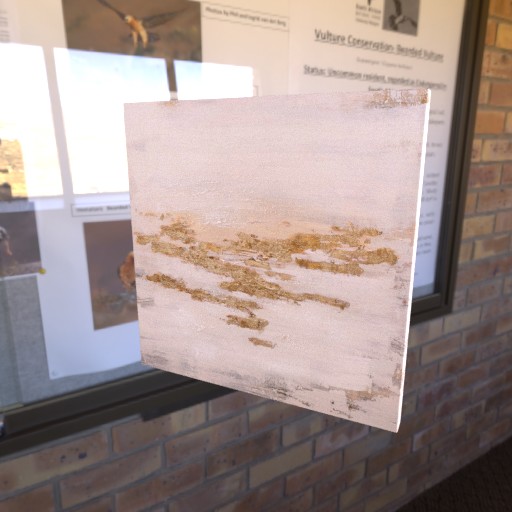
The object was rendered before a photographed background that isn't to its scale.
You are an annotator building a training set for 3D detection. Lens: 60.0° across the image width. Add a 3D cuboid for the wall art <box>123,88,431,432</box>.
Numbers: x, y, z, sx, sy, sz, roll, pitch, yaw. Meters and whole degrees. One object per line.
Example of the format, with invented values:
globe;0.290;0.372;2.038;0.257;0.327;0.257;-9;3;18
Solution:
wall art;0.000;0.000;0.906;0.611;0.613;0.040;7;16;25
